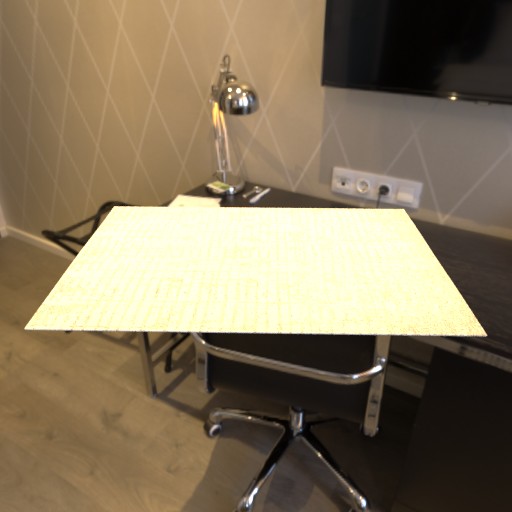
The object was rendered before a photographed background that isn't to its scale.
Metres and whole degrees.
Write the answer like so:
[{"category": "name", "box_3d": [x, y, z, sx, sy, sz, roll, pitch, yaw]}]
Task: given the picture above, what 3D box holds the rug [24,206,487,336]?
[{"category": "rug", "box_3d": [0.000, 0.000, 2.265, 1.827, 0.007, 1.211, 1, 30, 1]}]
